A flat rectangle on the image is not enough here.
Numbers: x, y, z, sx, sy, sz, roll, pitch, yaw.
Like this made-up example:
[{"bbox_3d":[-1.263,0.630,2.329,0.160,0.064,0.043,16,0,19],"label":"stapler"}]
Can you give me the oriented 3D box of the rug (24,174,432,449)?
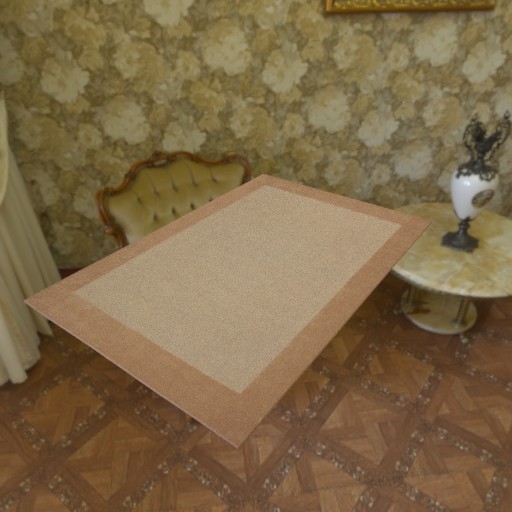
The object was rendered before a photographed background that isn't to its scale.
[{"bbox_3d":[0.000,0.000,2.282,1.219,0.014,1.829,22,38,30],"label":"rug"}]
